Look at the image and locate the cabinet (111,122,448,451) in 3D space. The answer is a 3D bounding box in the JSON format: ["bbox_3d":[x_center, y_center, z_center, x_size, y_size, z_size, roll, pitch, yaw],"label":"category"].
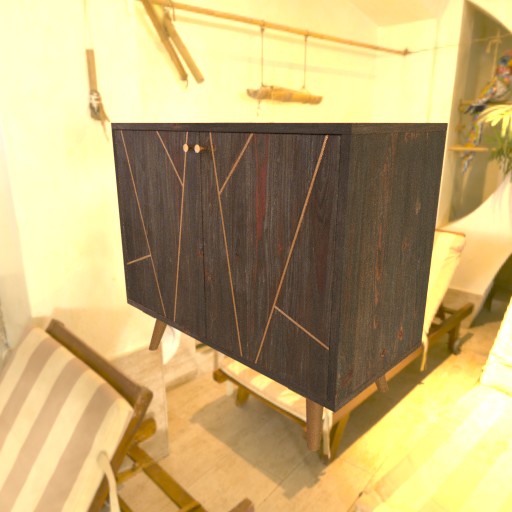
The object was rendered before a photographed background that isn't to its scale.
[{"bbox_3d":[0.000,0.000,1.558,1.023,0.897,0.529,16,23,42],"label":"cabinet"}]
